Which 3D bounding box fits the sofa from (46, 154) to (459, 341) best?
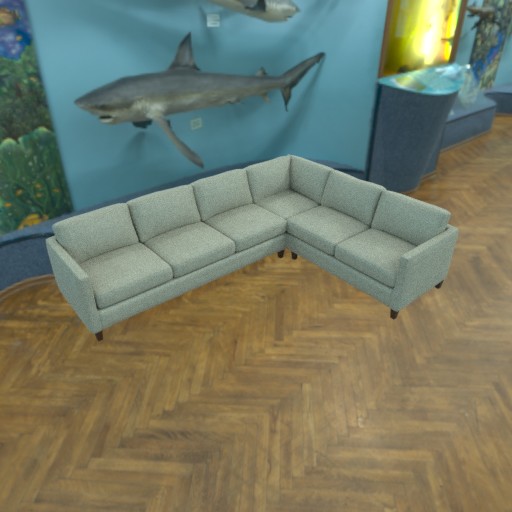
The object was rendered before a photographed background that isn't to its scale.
[{"bbox_3d":[0.000,0.000,4.498,3.333,0.934,2.522,-23,39,-33],"label":"sofa"}]
